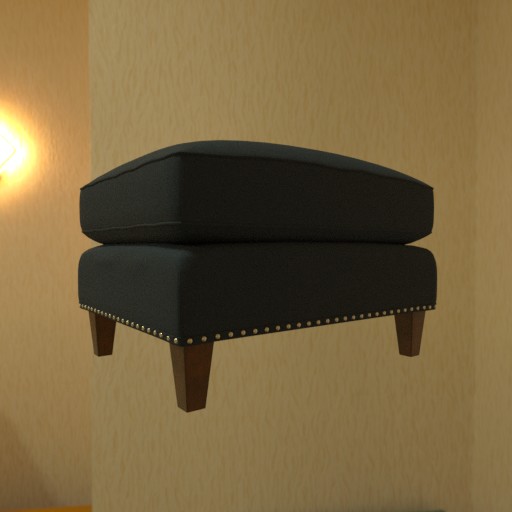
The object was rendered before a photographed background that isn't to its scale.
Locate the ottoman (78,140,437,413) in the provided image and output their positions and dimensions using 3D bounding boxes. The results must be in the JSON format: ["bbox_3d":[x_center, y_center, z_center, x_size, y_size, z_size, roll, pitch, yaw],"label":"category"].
[{"bbox_3d":[0.000,0.000,1.145,0.741,0.513,0.584,-1,1,-37],"label":"ottoman"}]
